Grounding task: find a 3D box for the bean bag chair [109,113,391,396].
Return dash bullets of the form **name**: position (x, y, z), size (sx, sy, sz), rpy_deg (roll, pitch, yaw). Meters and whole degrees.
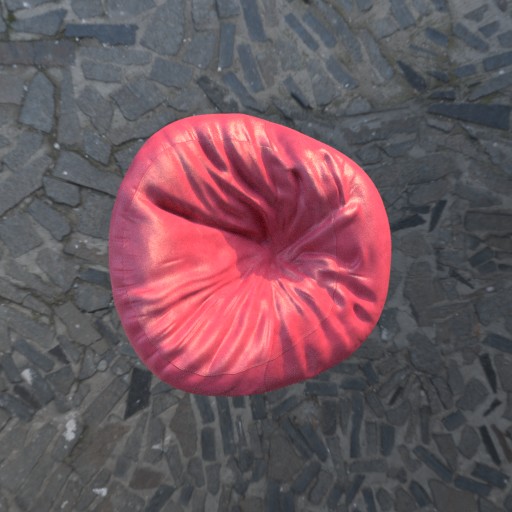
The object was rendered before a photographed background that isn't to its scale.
- **bean bag chair**: position (0.000, 0.000, 2.503), size (1.524, 0.878, 1.524), rpy_deg (0, 90, 0)
